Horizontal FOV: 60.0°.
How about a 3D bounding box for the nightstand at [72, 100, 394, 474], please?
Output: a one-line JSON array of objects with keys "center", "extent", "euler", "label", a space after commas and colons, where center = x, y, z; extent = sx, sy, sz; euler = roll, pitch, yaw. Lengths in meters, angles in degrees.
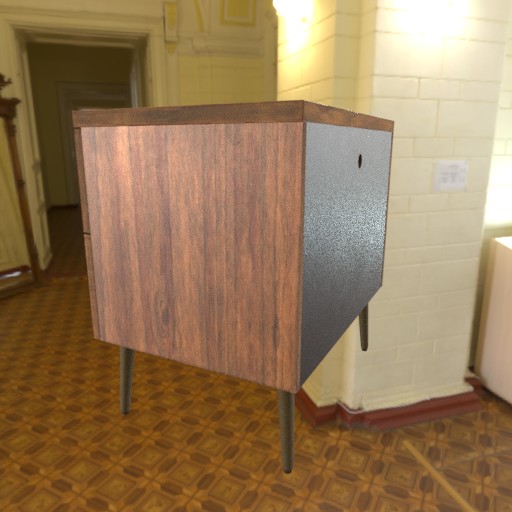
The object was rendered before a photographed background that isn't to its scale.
[{"center": [0.000, 0.000, 1.017], "extent": [0.458, 0.610, 0.610], "euler": [7, 16, 27], "label": "nightstand"}]
